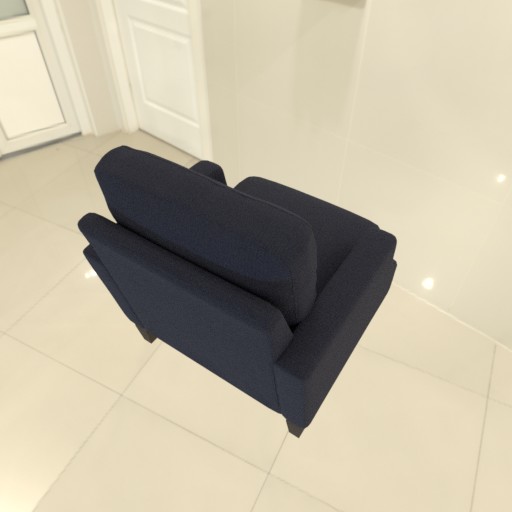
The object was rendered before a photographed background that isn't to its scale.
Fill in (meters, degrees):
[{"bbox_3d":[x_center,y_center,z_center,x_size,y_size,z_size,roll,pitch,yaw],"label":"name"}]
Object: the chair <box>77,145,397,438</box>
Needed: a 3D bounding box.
[{"bbox_3d":[0.000,0.000,1.625,0.855,0.991,0.897,26,51,23],"label":"chair"}]
